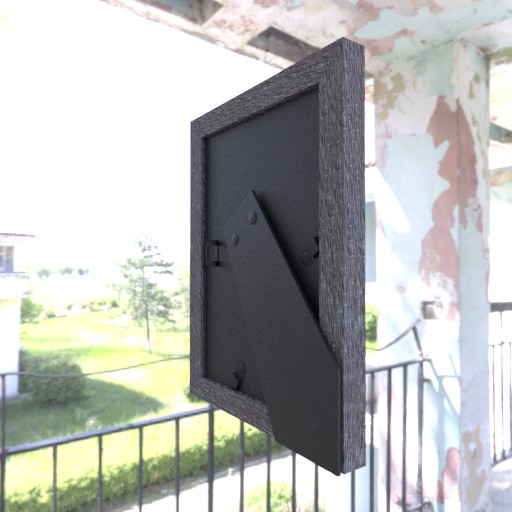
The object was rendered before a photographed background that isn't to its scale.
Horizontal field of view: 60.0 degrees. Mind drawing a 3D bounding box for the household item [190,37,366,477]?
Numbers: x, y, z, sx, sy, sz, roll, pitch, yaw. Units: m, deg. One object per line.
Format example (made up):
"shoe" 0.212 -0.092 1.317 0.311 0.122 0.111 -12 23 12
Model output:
"household item" 0.000 0.000 0.281 0.020 0.210 0.160 0 -1 -36
